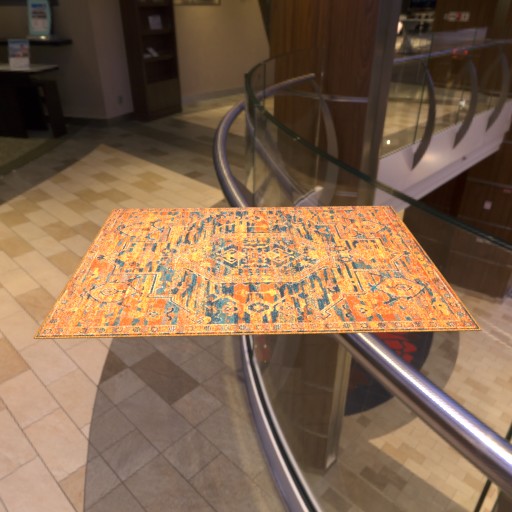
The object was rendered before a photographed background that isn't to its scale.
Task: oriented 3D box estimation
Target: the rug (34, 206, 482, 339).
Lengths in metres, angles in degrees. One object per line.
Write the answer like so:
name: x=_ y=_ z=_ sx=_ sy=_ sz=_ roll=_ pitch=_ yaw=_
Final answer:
rug: x=0.000 y=0.000 z=3.758 sx=2.916 sy=0.019 sz=2.043 roll=-1 pitch=30 yaw=-1
